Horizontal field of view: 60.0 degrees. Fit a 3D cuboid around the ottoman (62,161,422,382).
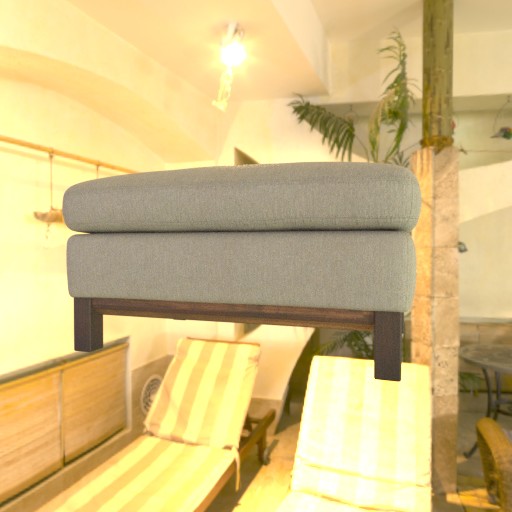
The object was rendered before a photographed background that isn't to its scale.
[{"bbox_3d":[0.000,0.000,1.060,0.735,0.404,0.528,0,2,19],"label":"ottoman"}]
